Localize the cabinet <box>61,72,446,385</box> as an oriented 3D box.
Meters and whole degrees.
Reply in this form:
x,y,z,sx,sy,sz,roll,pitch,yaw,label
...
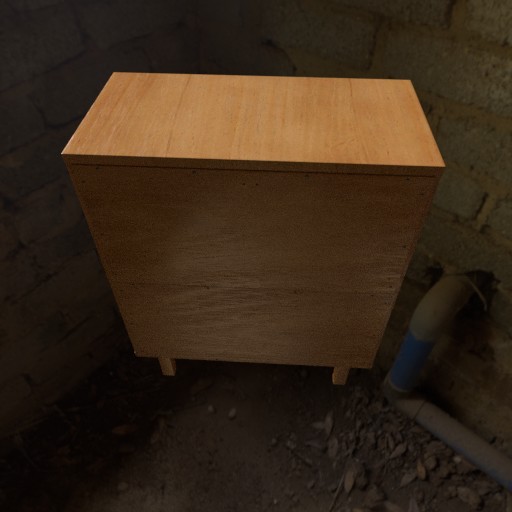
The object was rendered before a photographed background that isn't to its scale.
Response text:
x,y,z,sx,sy,sz,roll,pitch,yaw,label
0.000,0.000,1.421,0.800,1.001,0.419,2,46,2,cabinet
